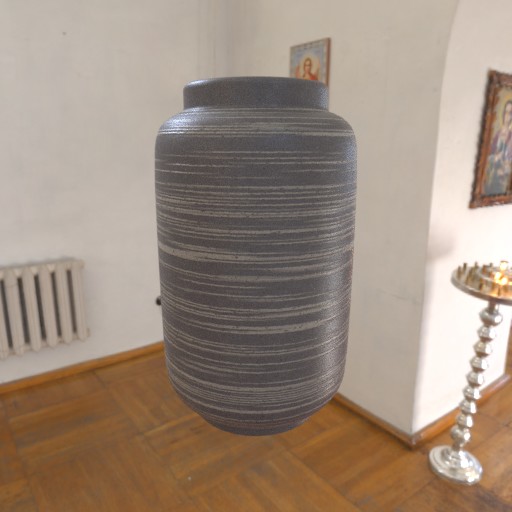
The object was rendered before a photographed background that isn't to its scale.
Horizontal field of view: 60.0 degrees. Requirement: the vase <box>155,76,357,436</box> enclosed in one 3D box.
[{"bbox_3d":[0.000,0.000,0.691,0.297,0.499,0.297,0,15,0],"label":"vase"}]
